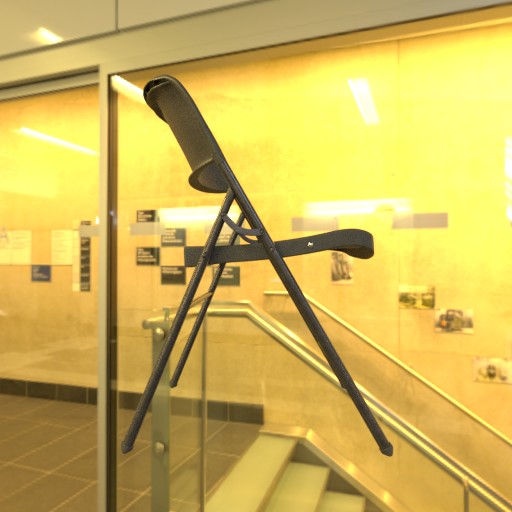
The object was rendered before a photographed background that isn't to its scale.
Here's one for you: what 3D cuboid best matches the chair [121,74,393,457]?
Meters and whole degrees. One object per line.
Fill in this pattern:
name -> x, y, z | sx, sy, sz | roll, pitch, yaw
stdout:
chair -> 0.000, 0.000, 1.142 | 0.566, 0.810, 0.494 | 0, -1, 1
